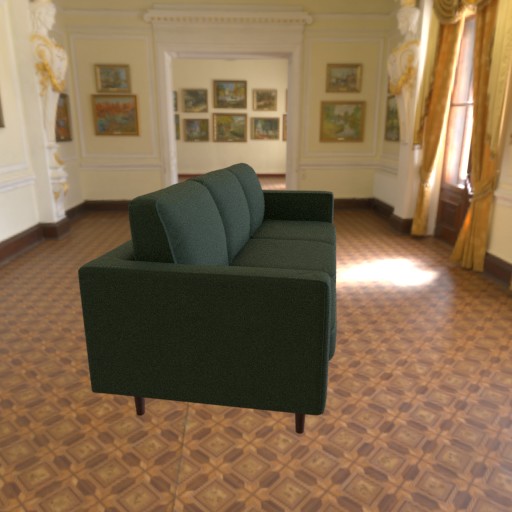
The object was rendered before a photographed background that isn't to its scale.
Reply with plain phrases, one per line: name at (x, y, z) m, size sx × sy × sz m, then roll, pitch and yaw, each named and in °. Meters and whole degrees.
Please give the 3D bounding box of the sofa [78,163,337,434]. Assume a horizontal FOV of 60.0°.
sofa at (0.000, 0.000, 2.444) m, size 0.879 × 0.899 × 2.029 m, roll 3°, pitch 16°, yaw 9°
